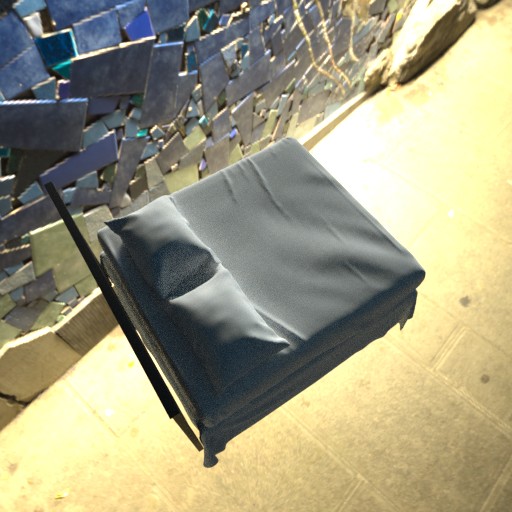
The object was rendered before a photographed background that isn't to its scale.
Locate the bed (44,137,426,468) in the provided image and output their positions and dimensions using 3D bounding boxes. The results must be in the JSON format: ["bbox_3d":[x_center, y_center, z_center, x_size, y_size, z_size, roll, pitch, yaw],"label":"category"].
[{"bbox_3d":[0.000,0.000,3.194,2.050,1.270,1.870,-30,63,-17],"label":"bed"}]
